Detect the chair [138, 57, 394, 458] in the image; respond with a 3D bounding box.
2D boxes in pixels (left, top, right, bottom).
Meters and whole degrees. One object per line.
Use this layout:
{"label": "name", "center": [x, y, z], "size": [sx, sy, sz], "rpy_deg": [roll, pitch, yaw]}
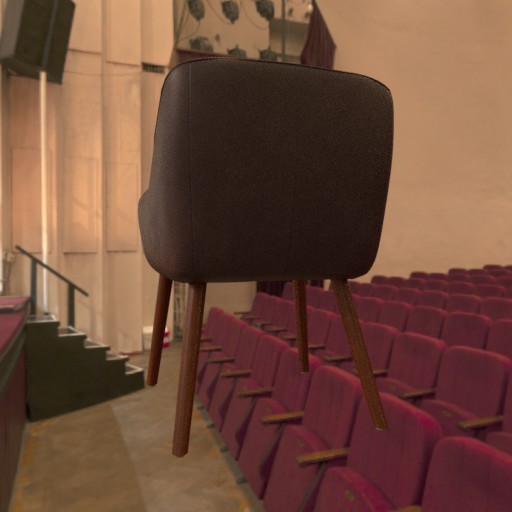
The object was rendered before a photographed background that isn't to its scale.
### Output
{"label": "chair", "center": [0.000, 0.000, 1.222], "size": [0.610, 0.828, 0.610], "rpy_deg": [0, 1, -17]}
